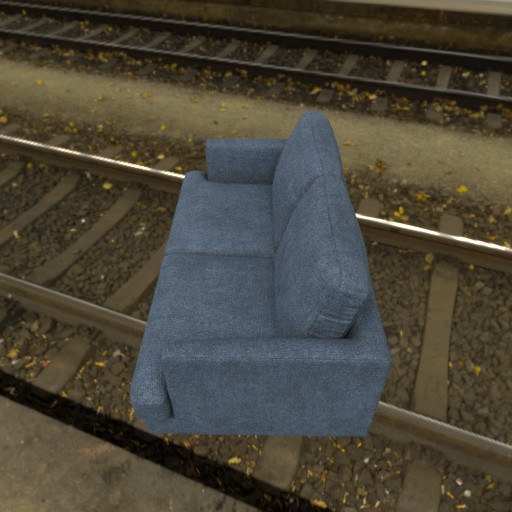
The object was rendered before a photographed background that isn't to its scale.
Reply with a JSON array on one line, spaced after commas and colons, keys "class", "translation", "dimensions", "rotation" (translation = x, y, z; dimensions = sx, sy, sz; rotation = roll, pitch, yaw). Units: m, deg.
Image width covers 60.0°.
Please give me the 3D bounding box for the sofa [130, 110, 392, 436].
[{"class": "sofa", "translation": [0.000, 0.000, 2.143], "dimensions": [0.903, 0.944, 1.582], "rotation": [1, 41, 1]}]
